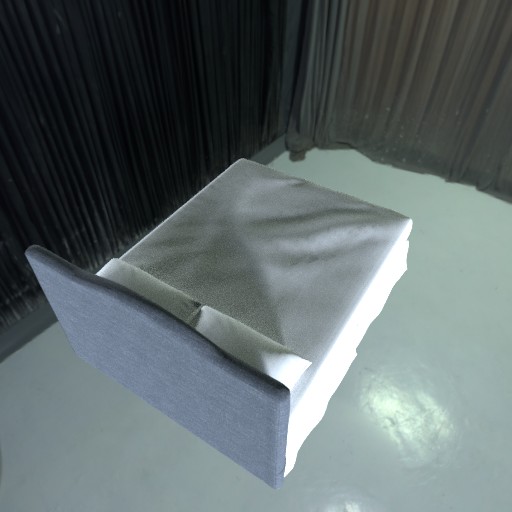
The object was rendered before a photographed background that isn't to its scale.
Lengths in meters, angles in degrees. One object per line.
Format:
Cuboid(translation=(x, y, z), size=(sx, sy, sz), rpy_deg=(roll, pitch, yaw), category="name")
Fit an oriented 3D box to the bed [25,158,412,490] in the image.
Cuboid(translation=(0.000, 0.000, 3.863), size=(2.161, 1.457, 2.689), rpy_deg=(24, 50, 22), category="bed")
